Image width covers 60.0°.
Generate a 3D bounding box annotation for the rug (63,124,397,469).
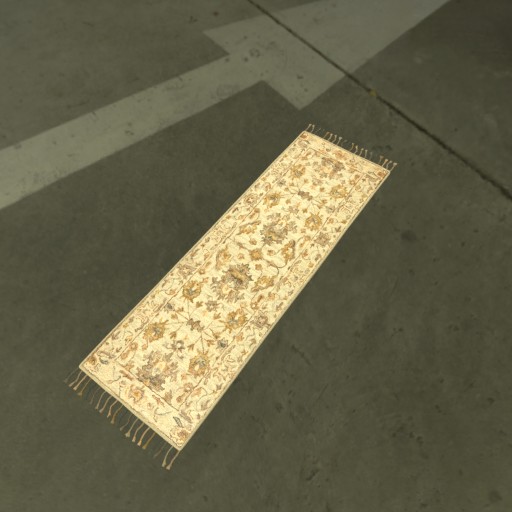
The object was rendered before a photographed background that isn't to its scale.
[{"bbox_3d":[0.000,0.000,2.723,0.729,0.021,2.438,31,62,18],"label":"rug"}]
